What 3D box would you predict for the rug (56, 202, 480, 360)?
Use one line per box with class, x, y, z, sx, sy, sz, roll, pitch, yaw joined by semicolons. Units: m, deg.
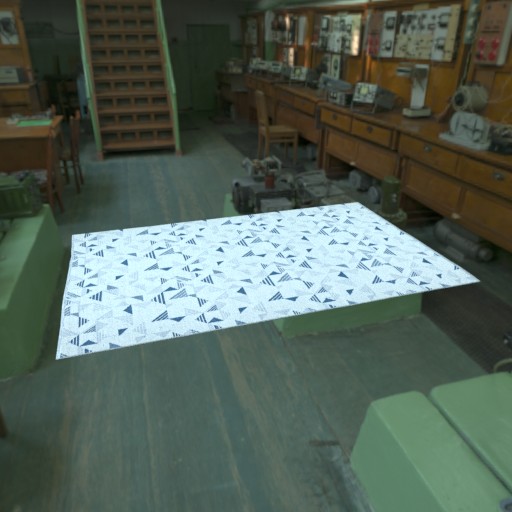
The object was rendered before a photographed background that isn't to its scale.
rug;0.000;0.000;3.055;2.457;0.009;1.512;-8;28;-16
